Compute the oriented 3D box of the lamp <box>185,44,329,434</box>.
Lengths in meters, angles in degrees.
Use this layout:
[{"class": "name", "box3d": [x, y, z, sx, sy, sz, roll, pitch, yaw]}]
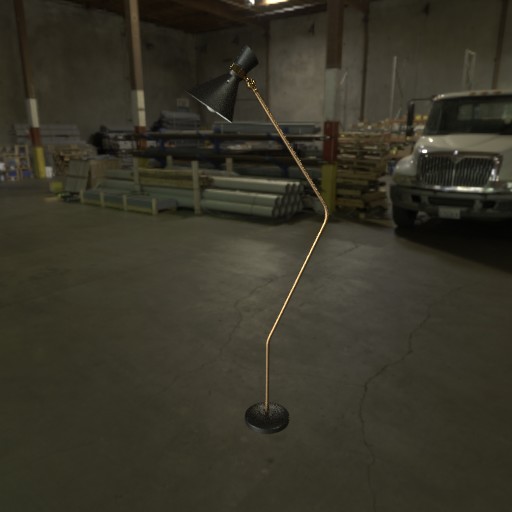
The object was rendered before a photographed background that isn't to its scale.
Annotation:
[{"class": "lamp", "box3d": [0.000, 0.000, 1.633, 0.467, 1.438, 0.277, 7, 17, 24]}]
